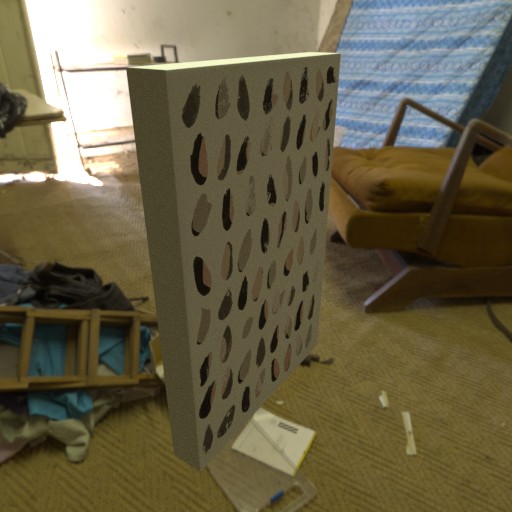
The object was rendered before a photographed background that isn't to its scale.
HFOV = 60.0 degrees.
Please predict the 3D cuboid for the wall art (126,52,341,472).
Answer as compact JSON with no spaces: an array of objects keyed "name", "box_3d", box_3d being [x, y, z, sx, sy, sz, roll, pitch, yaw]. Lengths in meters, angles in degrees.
[{"name":"wall art","box_3d":[0.000,0.000,0.468,0.039,0.381,0.252,18,32,31]}]
